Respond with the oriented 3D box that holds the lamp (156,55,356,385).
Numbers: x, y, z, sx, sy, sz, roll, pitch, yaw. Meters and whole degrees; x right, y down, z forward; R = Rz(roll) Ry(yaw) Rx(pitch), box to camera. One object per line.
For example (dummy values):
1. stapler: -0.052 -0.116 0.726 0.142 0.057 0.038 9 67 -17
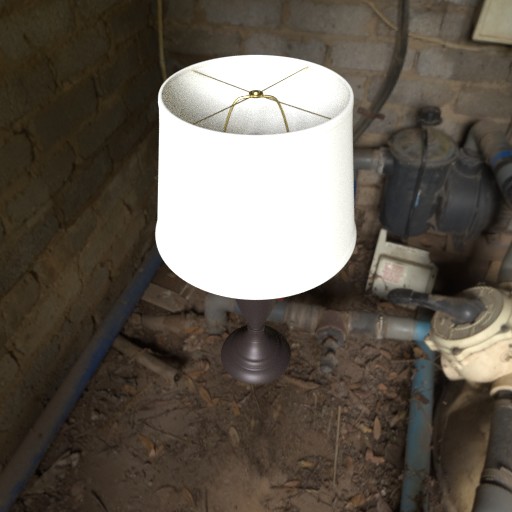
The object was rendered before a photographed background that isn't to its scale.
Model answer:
1. lamp: 0.000 0.000 0.799 0.335 0.611 0.335 0 43 0
